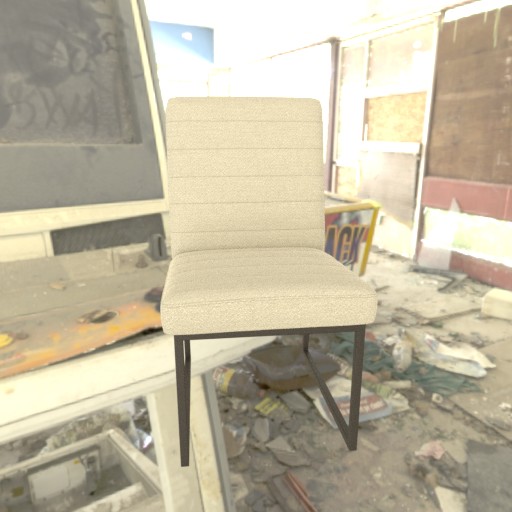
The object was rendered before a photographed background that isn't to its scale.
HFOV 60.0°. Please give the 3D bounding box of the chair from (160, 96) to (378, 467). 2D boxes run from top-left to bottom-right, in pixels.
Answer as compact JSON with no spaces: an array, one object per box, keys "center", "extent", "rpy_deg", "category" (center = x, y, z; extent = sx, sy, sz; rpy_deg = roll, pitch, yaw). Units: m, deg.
[{"center":[0.000,0.000,1.313],"extent":[0.520,0.930,0.634],"rpy_deg":[-2,16,-7],"category":"chair"}]
